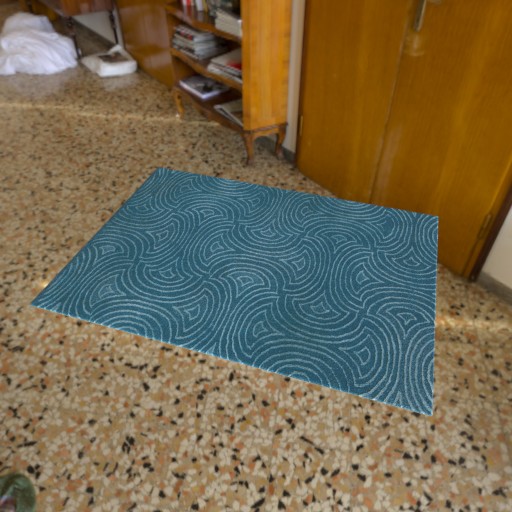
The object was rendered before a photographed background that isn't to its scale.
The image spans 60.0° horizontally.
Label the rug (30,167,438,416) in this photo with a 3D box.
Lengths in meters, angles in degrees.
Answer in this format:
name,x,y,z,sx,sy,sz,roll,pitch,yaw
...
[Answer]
name,x,y,z,sx,sy,sz,roll,pitch,yaw
rug,0.000,0.000,2.759,2.144,0.015,1.543,12,43,13
